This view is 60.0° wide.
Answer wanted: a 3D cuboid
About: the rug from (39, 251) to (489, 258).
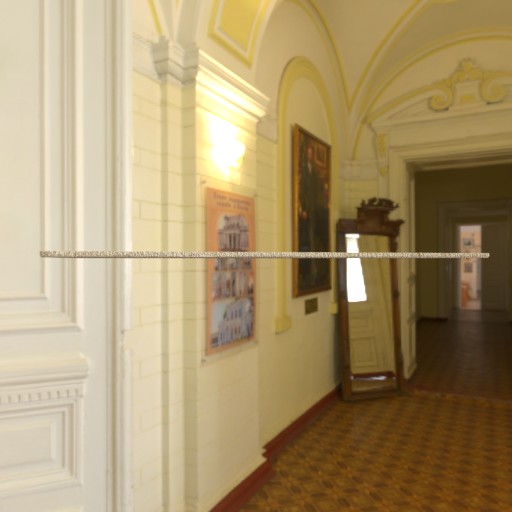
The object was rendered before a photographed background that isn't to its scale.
[{"bbox_3d":[0.000,0.000,2.894,2.349,0.026,1.500,0,0,-17],"label":"rug"}]
